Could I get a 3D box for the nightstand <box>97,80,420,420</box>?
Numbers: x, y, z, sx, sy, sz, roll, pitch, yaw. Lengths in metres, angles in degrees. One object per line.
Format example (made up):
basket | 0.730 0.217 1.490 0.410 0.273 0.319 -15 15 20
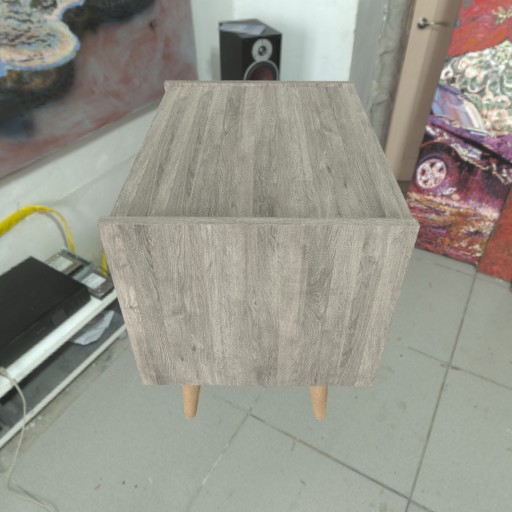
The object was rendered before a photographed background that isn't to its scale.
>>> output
nightstand | 0.000 0.000 0.853 0.380 0.500 0.480 0 40 0
